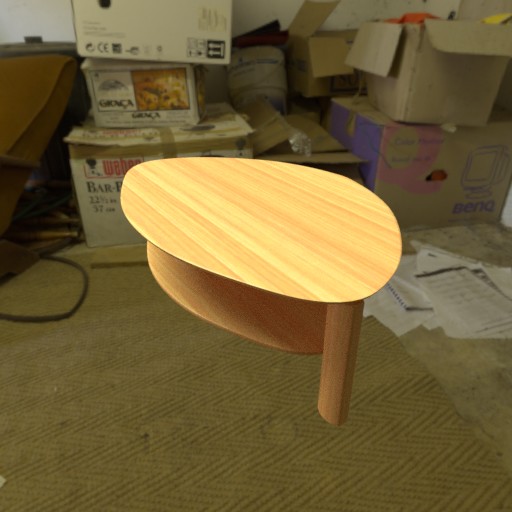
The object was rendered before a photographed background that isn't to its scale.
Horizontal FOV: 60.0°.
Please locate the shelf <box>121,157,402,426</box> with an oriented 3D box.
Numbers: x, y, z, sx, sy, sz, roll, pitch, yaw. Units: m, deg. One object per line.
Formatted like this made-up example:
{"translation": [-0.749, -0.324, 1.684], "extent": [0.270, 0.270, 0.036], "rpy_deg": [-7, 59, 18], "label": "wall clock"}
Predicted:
{"translation": [0.000, 0.000, 1.624], "extent": [0.845, 0.440, 1.246], "rpy_deg": [-19, 34, -30], "label": "shelf"}
